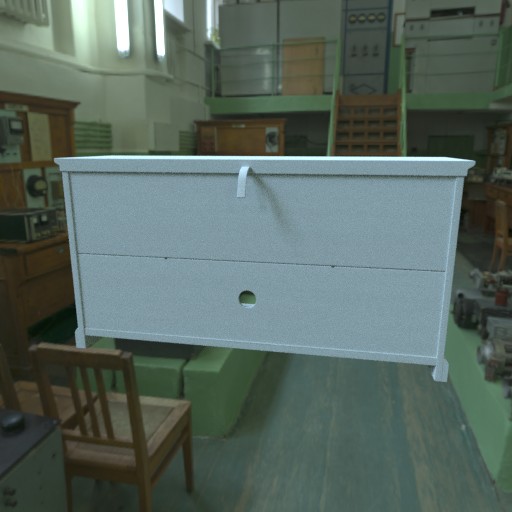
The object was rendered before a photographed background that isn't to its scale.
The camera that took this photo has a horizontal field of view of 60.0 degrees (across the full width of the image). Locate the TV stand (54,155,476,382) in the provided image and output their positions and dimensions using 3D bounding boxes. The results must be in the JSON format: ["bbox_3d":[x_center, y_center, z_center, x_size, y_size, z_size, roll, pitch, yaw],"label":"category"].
[{"bbox_3d":[0.000,0.000,1.443,1.187,0.624,0.424,3,14,11],"label":"TV stand"}]
